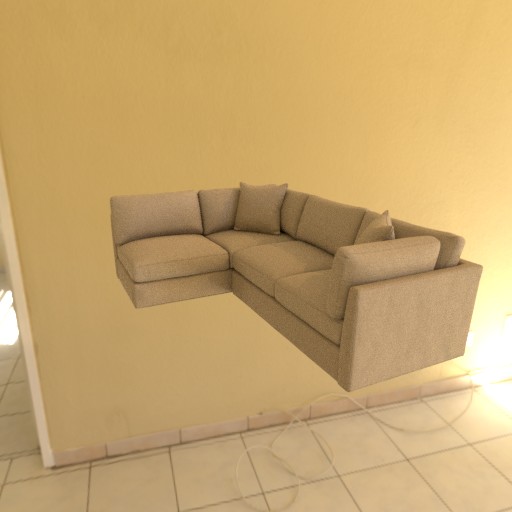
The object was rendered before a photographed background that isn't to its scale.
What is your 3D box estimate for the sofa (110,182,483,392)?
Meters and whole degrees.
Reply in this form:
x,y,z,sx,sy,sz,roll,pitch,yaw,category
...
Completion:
x,y,z,sx,sy,sz,roll,pitch,yaw,category
0.000,0.000,3.851,1.994,0.978,2.896,-8,19,-25,sofa
